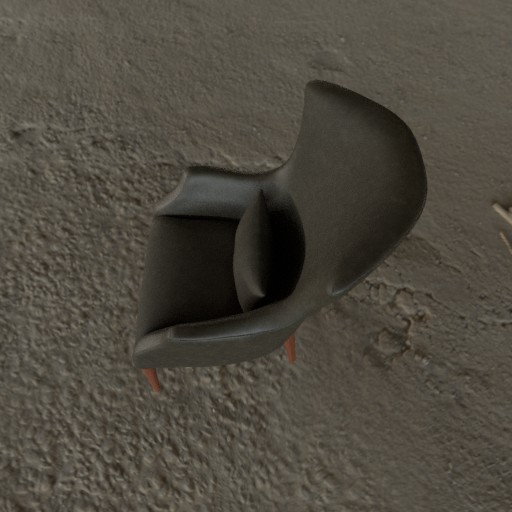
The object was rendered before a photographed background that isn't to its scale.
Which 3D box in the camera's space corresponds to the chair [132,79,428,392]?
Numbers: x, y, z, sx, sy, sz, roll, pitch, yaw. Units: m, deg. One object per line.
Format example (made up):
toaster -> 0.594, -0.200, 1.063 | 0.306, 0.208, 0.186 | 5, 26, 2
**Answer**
chair -> 0.000, 0.000, 1.712 | 0.954, 1.068, 0.819 | 0, 59, 0
